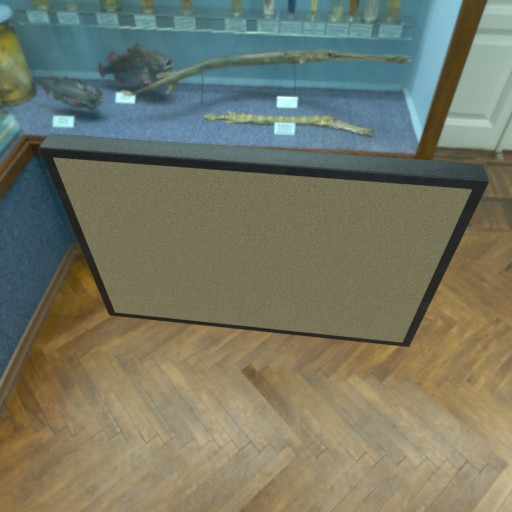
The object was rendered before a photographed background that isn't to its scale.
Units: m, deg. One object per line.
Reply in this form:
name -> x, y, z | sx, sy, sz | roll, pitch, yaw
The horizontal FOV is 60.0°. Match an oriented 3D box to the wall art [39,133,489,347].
wall art -> 0.000, 0.000, 0.756 | 0.610, 0.409, 0.038 | 5, 48, 5
